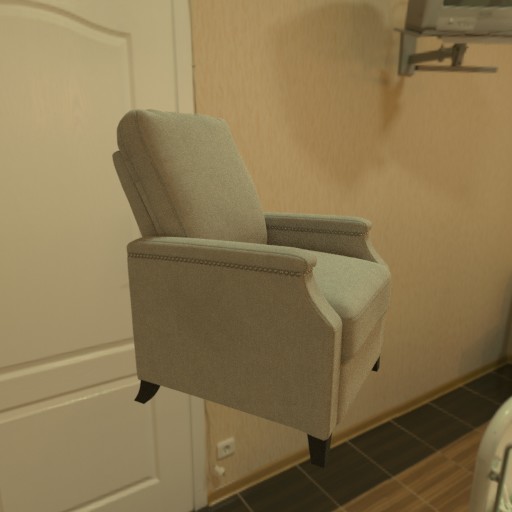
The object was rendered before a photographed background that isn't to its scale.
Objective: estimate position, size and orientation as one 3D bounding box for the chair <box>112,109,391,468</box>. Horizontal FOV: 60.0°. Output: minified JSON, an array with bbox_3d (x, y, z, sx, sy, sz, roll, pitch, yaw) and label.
[{"bbox_3d":[0.000,0.000,1.669,0.922,1.049,0.710,8,16,27],"label":"chair"}]
